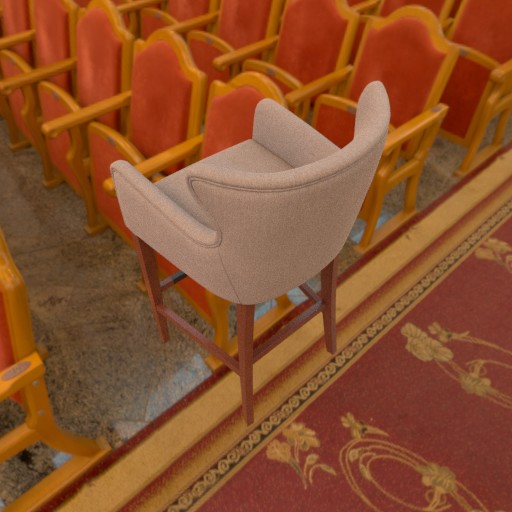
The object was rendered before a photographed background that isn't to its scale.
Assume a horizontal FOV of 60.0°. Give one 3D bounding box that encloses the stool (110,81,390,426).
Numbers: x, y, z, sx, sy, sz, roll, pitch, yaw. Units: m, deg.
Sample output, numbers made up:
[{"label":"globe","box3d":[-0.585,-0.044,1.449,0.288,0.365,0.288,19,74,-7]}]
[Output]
[{"label":"stool","box3d":[0.000,0.000,1.381,0.575,1.047,0.575,-32,54,-27]}]
